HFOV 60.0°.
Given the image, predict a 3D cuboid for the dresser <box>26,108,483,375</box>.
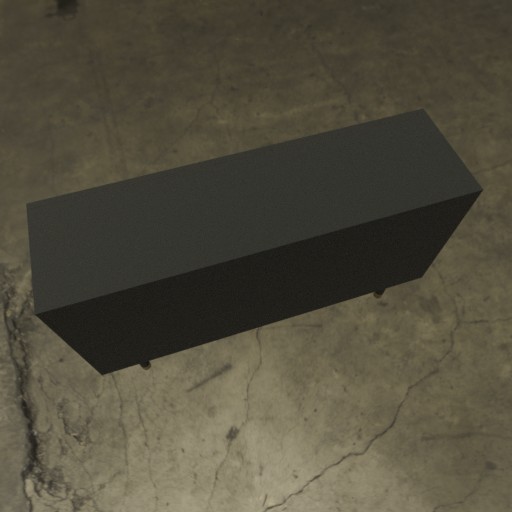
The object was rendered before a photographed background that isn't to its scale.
[{"bbox_3d":[0.000,0.000,1.950,1.558,0.872,0.463,-16,61,-9],"label":"dresser"}]
